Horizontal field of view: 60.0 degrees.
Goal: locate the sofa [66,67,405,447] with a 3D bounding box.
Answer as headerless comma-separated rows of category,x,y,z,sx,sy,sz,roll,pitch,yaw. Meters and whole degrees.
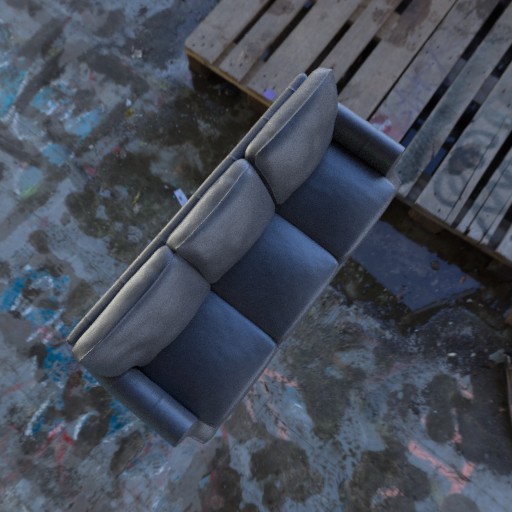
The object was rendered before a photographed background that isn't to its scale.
sofa,0.000,0.000,2.873,0.974,0.977,2.387,37,78,9
